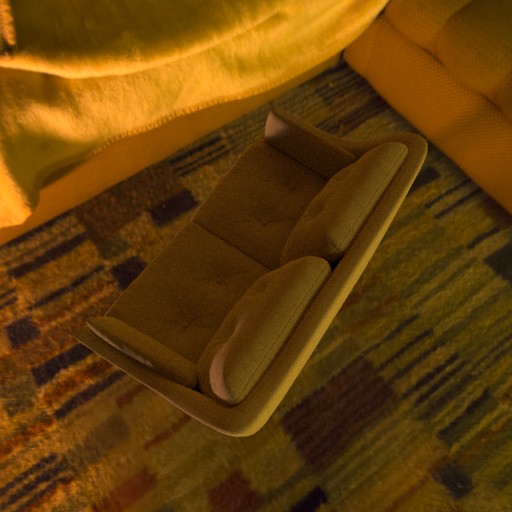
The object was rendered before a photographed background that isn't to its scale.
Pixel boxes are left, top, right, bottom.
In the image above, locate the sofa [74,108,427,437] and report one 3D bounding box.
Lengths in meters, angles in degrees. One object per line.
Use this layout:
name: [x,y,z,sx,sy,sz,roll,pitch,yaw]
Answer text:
sofa: [0.000,0.000,2.249,0.965,0.888,1.652,31,68,14]
